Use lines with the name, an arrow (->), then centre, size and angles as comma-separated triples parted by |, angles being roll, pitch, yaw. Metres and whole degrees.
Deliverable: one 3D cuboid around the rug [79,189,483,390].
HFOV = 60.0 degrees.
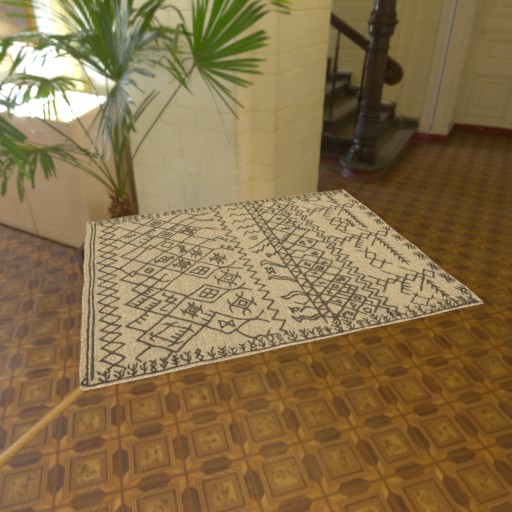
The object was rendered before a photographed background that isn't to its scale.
rug -> 0.000, 0.000, 3.310 | 2.455, 0.025, 1.964 | -9, 32, -15
